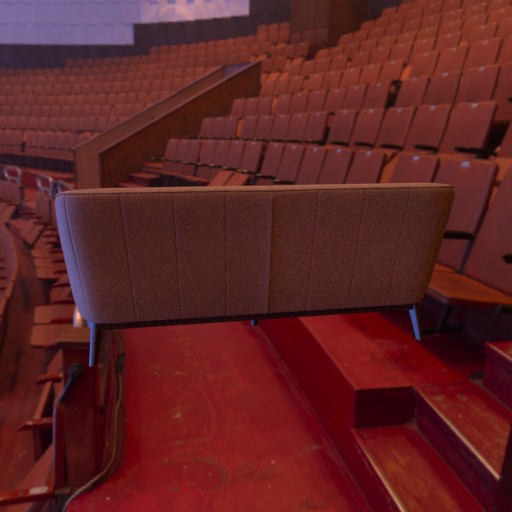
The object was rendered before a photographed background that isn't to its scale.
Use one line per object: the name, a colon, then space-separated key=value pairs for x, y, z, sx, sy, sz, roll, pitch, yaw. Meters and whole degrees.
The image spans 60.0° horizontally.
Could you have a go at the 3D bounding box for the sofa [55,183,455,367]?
sofa: x=0.000 y=0.000 z=2.390 sx=1.928 sy=0.830 sz=0.869 roll=-2 pitch=15 yaw=-9
